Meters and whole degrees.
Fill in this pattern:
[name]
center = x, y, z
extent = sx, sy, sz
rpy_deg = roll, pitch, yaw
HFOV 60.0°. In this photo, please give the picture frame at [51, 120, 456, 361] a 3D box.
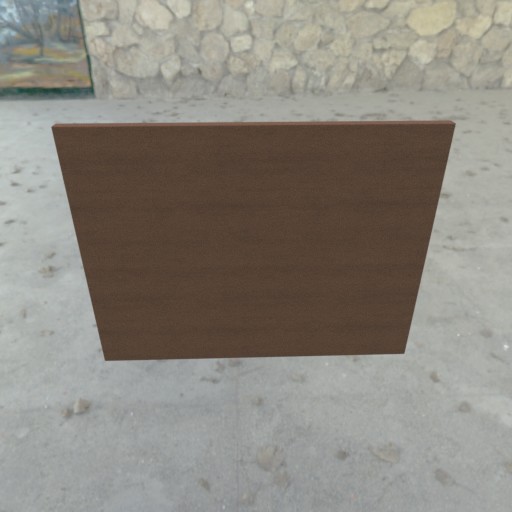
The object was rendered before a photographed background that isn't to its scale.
[picture frame]
center = 0.000, 0.000, 1.727
extent = 1.329, 1.018, 0.045
rpy_deg = -1, 30, -2
